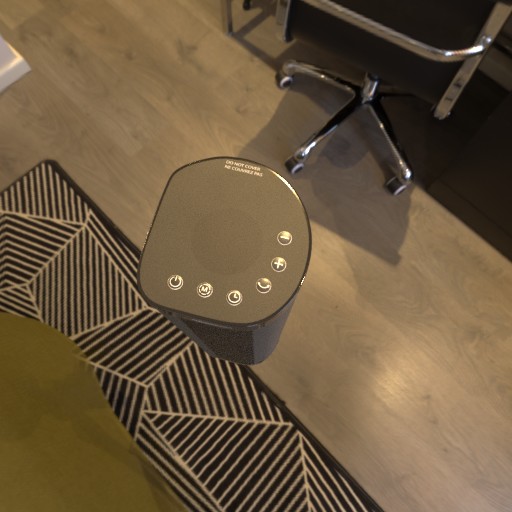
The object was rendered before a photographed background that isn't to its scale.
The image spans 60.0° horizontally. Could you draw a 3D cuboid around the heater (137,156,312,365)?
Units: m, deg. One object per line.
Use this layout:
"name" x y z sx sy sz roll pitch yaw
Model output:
"heater" 0.000 0.000 0.714 0.174 0.552 0.312 14 73 4
